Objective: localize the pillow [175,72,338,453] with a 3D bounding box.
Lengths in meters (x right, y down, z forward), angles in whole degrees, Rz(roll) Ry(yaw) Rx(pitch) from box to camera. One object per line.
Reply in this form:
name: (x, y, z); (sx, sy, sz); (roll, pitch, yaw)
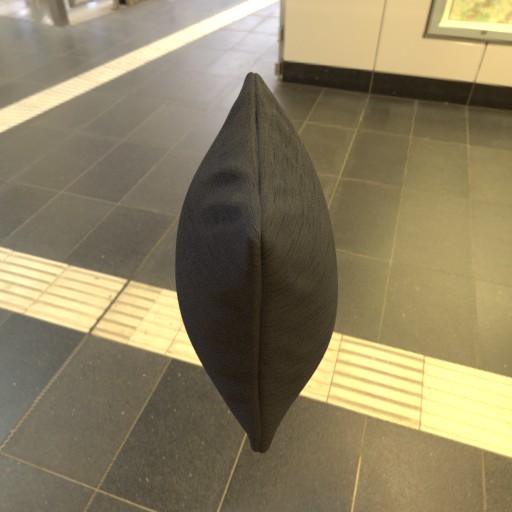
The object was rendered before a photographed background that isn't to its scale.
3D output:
pillow: (0.000, 0.000, 0.681); (0.246, 0.414, 0.432); (-1, 42, -1)
